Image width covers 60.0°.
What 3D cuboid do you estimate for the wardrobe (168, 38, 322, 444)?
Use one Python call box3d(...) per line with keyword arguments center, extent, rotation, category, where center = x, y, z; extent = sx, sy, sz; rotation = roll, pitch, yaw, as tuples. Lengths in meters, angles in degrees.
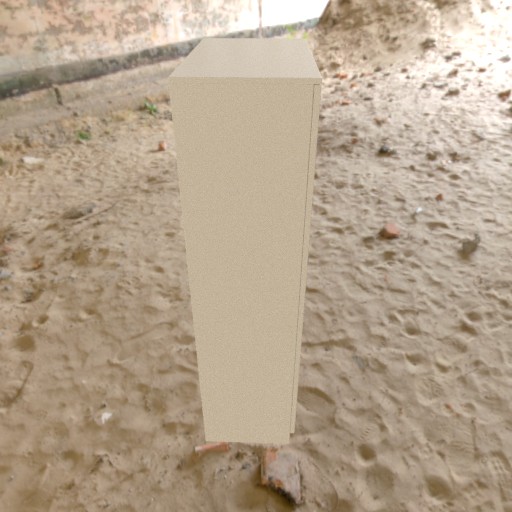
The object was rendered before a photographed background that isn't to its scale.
box3d(center=(0.000, 0.000, 2.025), extent=(0.470, 1.700, 0.760), rotation=(1, 34, 2), category="wardrobe")
